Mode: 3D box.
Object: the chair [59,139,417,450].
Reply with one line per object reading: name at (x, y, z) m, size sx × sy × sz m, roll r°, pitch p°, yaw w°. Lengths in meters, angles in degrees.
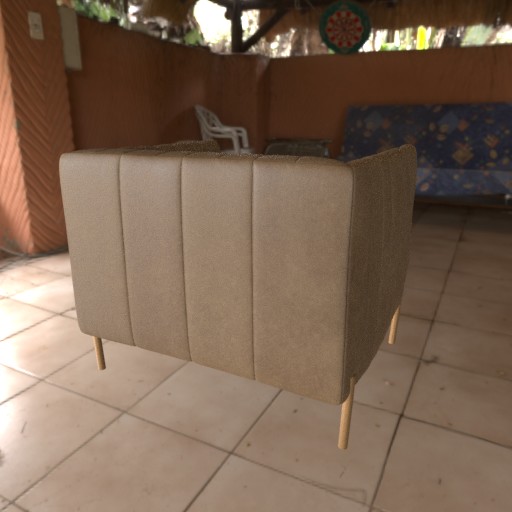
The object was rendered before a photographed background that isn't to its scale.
chair at (0.000, 0.000, 1.596) m, size 0.981 × 0.779 × 0.876 m, roll 9°, pitch 19°, yaw 25°
